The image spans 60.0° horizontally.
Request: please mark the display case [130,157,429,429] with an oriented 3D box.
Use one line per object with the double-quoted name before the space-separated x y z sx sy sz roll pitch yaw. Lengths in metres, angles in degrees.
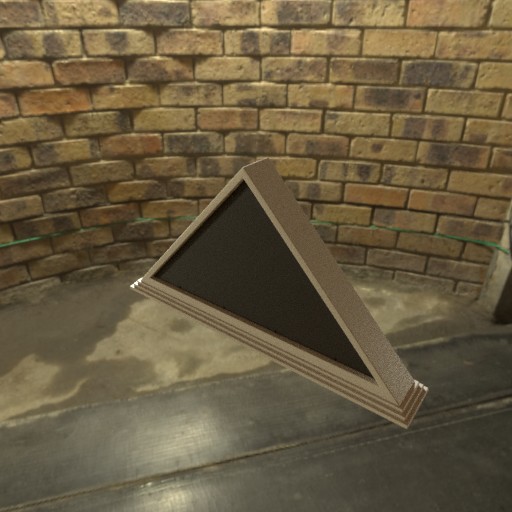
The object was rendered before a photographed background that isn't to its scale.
"display case" 0.000 0.000 0.784 0.640 0.340 0.095 20 35 32
